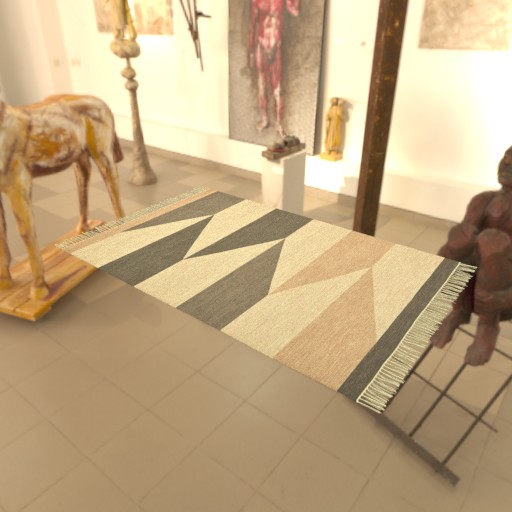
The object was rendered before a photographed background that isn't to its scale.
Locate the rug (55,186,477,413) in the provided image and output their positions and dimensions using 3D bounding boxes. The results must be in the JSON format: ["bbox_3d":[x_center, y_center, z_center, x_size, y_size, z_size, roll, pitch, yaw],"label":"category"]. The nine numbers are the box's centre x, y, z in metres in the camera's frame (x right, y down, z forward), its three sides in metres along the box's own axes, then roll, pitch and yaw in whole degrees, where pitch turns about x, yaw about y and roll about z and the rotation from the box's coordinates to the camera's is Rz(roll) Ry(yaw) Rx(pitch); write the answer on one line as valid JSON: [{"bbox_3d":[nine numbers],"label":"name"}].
[{"bbox_3d":[0.000,0.000,2.443,2.021,0.027,1.224,21,35,32],"label":"rug"}]
